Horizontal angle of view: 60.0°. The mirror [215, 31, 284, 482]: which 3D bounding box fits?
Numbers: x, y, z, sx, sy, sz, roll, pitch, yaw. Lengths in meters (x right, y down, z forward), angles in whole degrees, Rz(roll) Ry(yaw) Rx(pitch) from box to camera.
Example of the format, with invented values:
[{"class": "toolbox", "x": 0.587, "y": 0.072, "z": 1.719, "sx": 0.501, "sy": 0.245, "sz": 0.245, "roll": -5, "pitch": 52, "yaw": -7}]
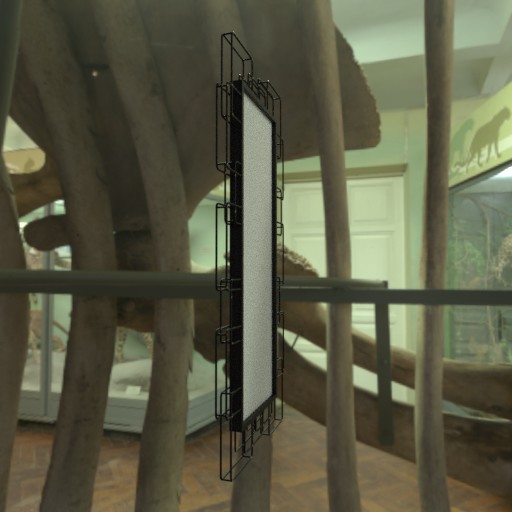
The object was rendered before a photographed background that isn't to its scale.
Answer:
[{"class": "mirror", "x": 0.000, "y": 0.000, "z": 1.403, "sx": 0.037, "sy": 1.192, "sz": 0.565, "roll": -1, "pitch": -2, "yaw": 18}]
